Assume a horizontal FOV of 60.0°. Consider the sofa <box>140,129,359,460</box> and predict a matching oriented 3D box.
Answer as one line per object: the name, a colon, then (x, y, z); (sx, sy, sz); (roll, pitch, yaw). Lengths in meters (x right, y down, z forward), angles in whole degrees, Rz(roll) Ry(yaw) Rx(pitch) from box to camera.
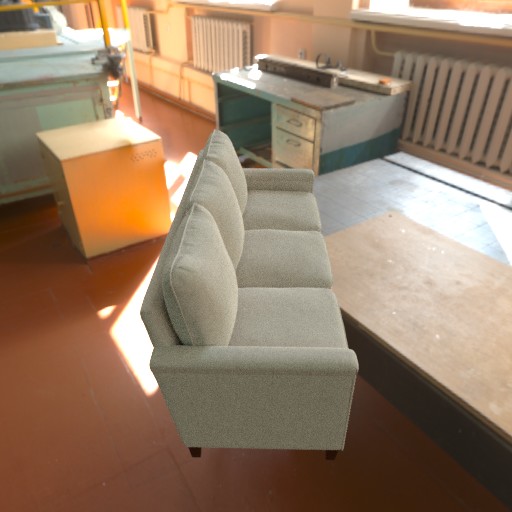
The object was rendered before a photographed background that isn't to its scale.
sofa: (0.000, 0.000, 2.495); (0.828, 0.961, 1.925); (1, 33, 1)
